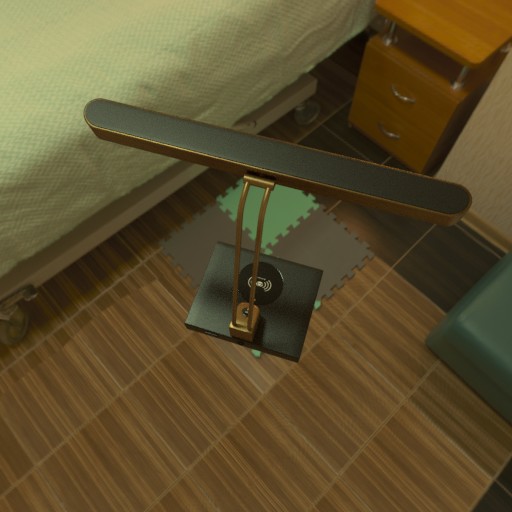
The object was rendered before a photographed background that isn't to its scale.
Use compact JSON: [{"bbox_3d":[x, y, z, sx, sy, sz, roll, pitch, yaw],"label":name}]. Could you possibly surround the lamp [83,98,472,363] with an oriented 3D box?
[{"bbox_3d":[0.000,0.000,0.578,0.412,0.345,0.156,16,65,8],"label":"lamp"}]
